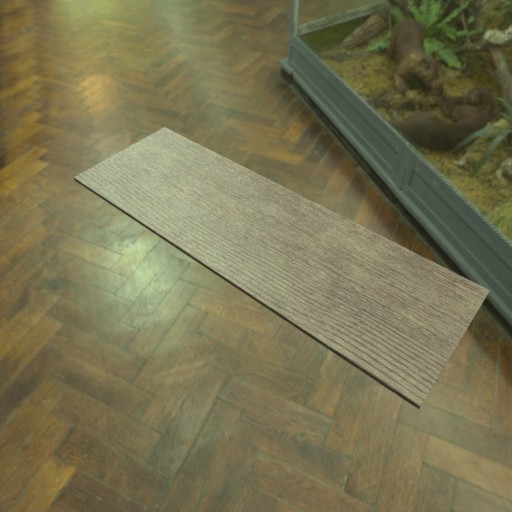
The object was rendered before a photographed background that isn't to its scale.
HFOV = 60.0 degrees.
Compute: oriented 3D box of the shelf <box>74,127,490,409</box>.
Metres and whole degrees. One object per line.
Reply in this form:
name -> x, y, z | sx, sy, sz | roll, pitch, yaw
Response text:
shelf -> 0.000, 0.000, 0.691 | 0.610, 0.125, 0.200 | 31, 54, 26
